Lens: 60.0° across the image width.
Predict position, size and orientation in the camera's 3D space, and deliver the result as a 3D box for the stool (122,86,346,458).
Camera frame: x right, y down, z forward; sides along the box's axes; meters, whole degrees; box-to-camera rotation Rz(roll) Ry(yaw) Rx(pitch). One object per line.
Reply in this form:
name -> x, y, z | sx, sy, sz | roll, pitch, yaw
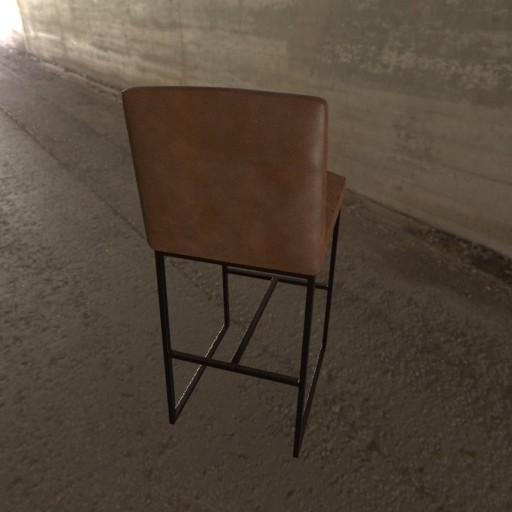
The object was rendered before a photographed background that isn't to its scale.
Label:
stool -> 0.000, 0.000, 1.369 | 0.463, 1.065, 0.562 | 9, 31, 15
